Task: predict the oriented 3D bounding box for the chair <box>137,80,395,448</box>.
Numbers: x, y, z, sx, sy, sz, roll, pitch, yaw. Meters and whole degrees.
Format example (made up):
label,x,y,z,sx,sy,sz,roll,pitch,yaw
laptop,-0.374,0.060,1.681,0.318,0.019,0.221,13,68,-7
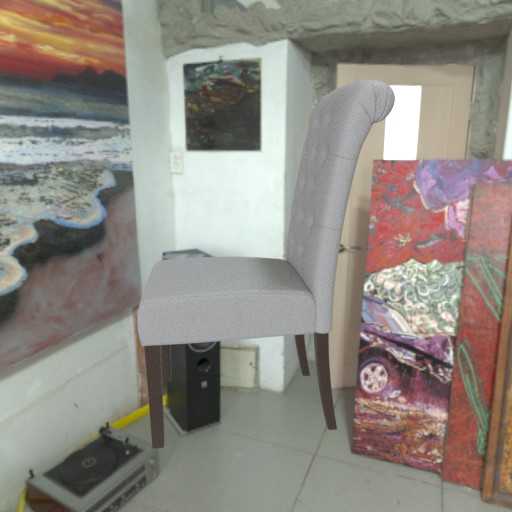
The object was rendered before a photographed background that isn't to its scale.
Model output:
label,x,y,z,sx,sy,sz,roll,pitch,yaw
chair,0.000,0.000,1.371,0.671,1.006,0.456,-2,13,-7
